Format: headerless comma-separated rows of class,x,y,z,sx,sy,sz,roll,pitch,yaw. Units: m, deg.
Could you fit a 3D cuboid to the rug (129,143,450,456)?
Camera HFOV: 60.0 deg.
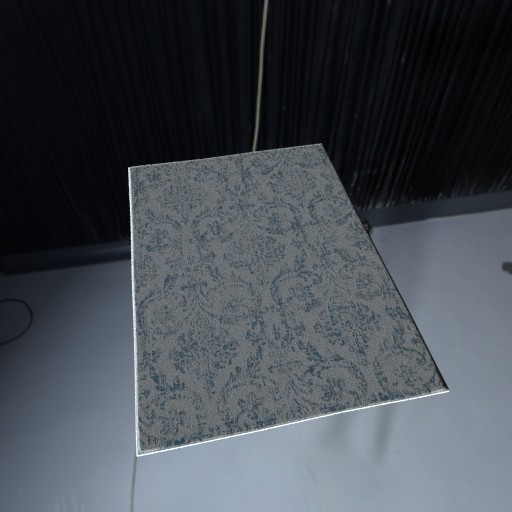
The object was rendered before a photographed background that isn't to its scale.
rug,0.000,0.000,2.874,1.586,0.014,2.197,-9,50,-8
